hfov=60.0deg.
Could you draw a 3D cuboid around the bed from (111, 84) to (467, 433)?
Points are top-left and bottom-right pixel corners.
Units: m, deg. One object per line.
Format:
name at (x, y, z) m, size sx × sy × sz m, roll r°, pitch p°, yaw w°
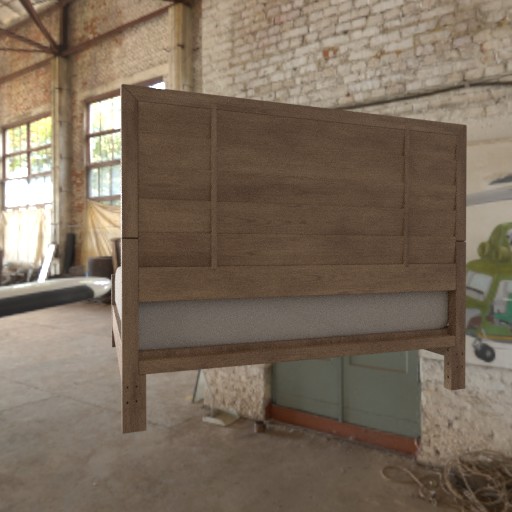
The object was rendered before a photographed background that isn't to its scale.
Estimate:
bed at (0.000, 0.000, 3.347) m, size 2.032 × 1.626 × 2.032 m, roll 0°, pitch 1°, yaw -19°
